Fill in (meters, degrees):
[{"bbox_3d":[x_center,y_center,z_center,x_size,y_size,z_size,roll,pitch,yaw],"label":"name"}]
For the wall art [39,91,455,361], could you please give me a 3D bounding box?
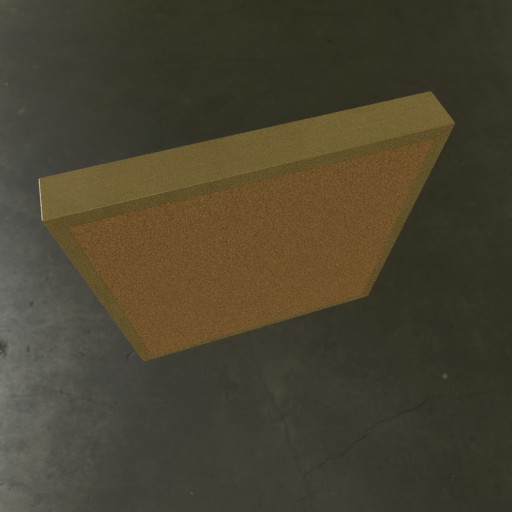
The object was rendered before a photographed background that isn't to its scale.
[{"bbox_3d":[0.000,0.000,0.453,0.305,0.305,0.038,-15,61,-9],"label":"wall art"}]
